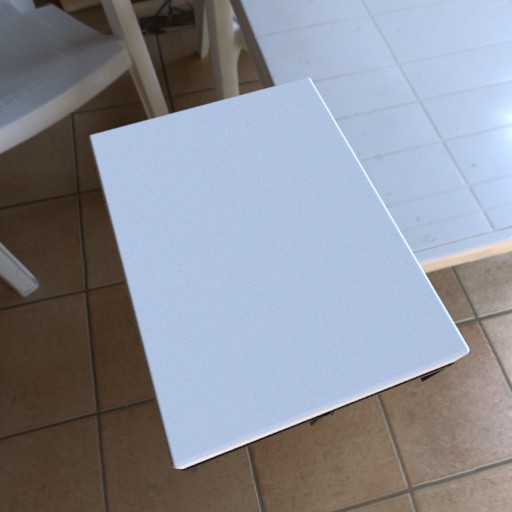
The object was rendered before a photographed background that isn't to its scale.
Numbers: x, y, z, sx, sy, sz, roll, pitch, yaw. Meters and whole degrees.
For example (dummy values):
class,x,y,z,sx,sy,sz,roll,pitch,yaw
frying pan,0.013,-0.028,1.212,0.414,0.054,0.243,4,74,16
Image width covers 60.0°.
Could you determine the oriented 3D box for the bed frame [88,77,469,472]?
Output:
class,x,y,z,sx,sy,sz,roll,pitch,yaw
bed frame,0.000,0.000,2.791,1.557,0.659,2.072,-18,65,-9
